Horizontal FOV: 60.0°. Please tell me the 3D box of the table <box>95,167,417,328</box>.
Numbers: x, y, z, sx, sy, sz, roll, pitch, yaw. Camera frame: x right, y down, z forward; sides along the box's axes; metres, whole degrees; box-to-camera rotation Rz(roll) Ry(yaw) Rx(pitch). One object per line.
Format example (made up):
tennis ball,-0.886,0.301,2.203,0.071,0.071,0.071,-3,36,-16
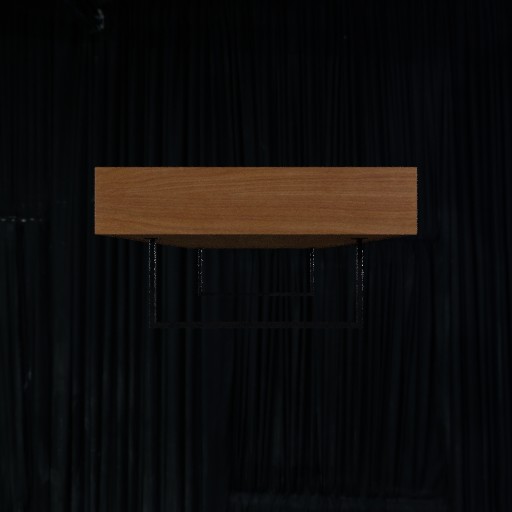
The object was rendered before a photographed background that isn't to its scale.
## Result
table,0.000,0.000,1.436,0.610,0.330,1.194,0,0,0
